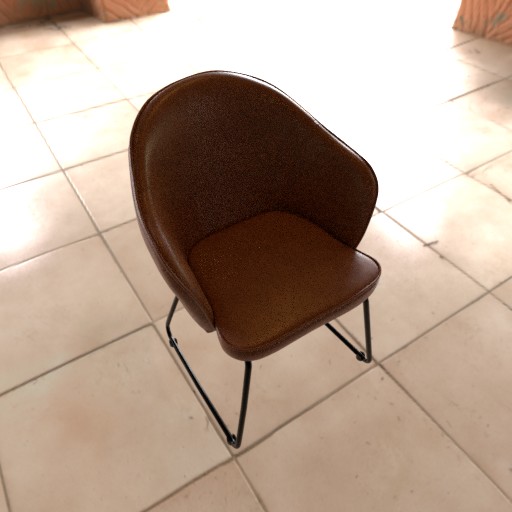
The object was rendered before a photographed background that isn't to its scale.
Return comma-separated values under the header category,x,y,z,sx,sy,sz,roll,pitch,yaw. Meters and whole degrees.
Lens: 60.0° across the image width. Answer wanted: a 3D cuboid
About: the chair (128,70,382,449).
category,x,y,z,sx,sy,sz,roll,pitch,yaw
chair,0.000,0.000,1.200,0.582,0.785,0.580,-25,51,-23
